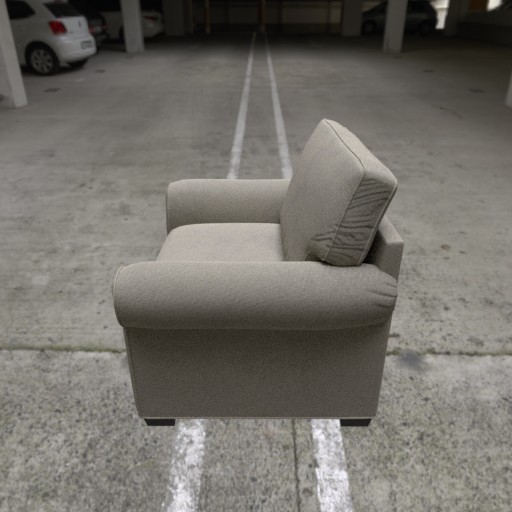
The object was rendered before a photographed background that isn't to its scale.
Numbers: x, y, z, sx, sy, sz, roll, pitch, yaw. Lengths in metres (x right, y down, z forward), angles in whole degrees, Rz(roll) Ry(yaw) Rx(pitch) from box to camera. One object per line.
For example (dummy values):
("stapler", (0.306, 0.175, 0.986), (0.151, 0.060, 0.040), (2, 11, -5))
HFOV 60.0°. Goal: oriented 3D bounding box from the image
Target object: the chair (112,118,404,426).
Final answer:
("chair", (0.000, 0.000, 1.936), (0.939, 1.044, 1.147), (0, 26, 0))
